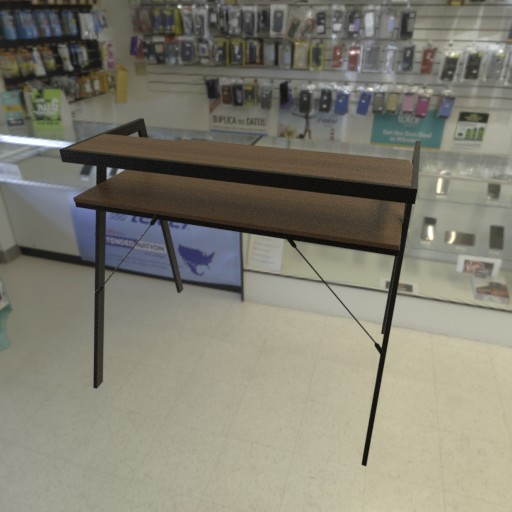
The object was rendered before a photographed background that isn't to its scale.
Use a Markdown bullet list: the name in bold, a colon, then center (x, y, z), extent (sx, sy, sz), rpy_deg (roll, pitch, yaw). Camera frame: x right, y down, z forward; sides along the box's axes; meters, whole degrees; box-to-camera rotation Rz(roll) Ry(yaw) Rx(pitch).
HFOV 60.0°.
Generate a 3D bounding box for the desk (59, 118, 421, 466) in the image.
- **desk**: center (0.000, 0.000, 1.866), extent (1.143, 0.998, 0.936), rpy_deg (10, 31, 16)
